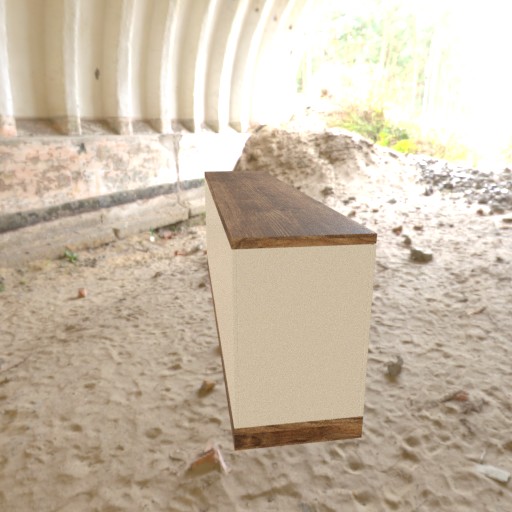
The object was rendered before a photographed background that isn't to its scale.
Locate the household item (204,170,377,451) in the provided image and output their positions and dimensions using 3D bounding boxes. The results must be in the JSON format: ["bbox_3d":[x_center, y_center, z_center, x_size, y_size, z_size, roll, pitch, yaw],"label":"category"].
[{"bbox_3d":[0.000,0.000,2.046,0.390,0.615,1.800,-2,16,-8],"label":"household item"}]
